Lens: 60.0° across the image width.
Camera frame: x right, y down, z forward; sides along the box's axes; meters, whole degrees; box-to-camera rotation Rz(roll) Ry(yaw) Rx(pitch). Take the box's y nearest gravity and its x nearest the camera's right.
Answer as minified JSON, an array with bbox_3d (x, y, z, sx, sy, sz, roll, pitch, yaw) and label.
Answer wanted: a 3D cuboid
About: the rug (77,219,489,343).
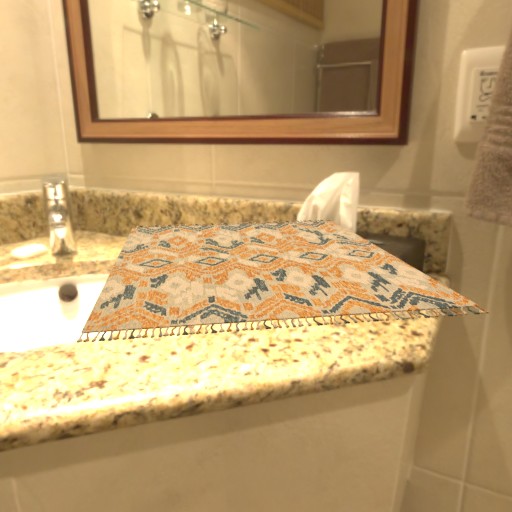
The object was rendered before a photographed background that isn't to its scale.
[{"bbox_3d":[0.000,0.000,3.989,2.439,0.010,3.048,-3,16,-9],"label":"rug"}]
